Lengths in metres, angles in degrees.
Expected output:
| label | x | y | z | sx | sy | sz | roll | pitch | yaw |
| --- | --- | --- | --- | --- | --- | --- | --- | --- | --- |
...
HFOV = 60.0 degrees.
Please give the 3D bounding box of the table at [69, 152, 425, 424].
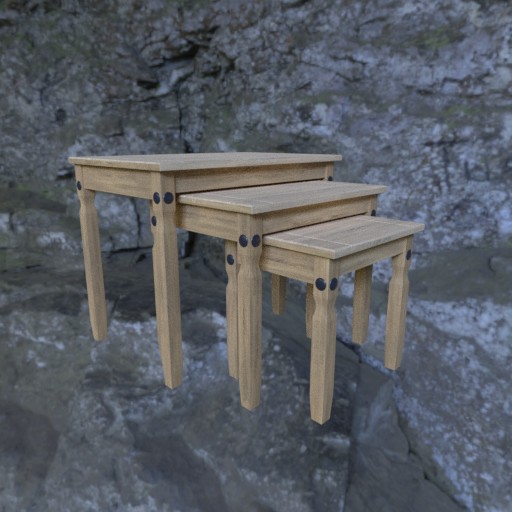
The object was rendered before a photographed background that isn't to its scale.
| label | x | y | z | sx | sy | sz | roll | pitch | yaw |
| --- | --- | --- | --- | --- | --- | --- | --- | --- | --- |
| table | 0.000 | 0.000 | 1.232 | 0.773 | 0.535 | 0.660 | 14 | 20 | 43 |
